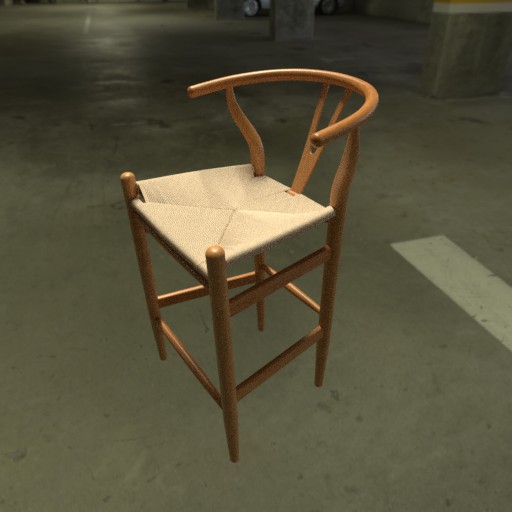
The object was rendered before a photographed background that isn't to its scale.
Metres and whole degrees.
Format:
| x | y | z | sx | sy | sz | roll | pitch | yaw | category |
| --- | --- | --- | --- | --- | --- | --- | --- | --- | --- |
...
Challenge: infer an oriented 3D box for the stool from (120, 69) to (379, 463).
| x | y | z | sx | sy | sz | roll | pitch | yaw | category |
| --- | --- | --- | --- | --- | --- | --- | --- | --- | --- |
| 0.000 | 0.000 | 1.324 | 0.579 | 0.970 | 0.569 | -20 | 37 | -29 | stool |
